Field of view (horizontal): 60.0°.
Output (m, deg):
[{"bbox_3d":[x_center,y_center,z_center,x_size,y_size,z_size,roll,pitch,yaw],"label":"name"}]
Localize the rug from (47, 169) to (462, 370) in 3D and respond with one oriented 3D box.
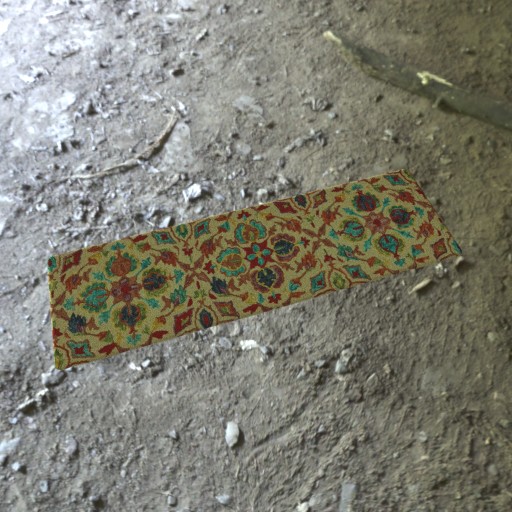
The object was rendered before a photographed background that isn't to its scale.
[{"bbox_3d":[0.000,0.000,2.522,2.273,0.016,0.693,-15,59,-9],"label":"rug"}]
